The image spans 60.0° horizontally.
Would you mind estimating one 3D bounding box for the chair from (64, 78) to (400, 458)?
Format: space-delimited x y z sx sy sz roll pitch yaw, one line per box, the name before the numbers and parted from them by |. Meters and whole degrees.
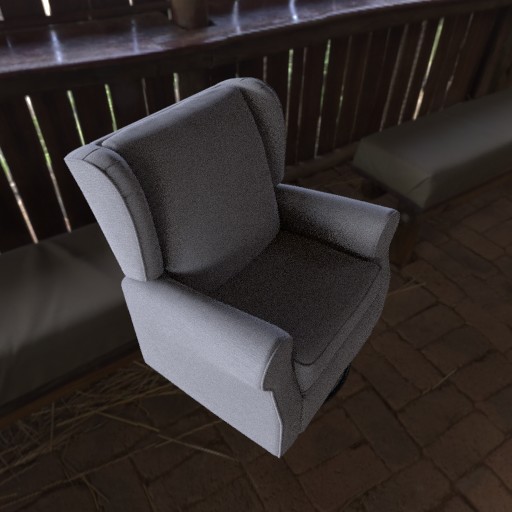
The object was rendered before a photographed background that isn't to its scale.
chair | 0.000 0.000 1.643 0.854 0.966 0.906 26 48 27
